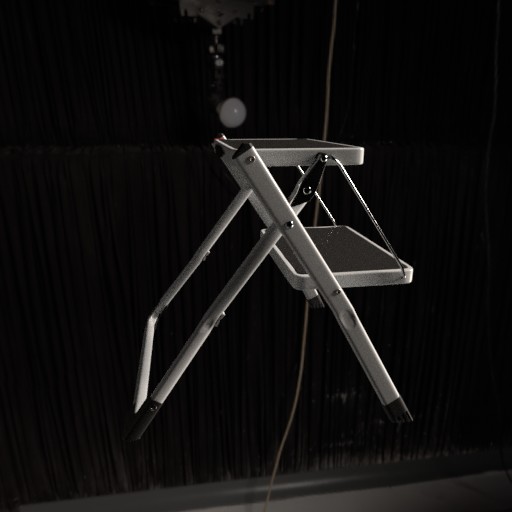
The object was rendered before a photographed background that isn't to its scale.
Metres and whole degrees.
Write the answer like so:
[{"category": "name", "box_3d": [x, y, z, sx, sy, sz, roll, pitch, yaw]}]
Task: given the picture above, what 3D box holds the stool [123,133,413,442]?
[{"category": "stool", "box_3d": [0.000, 0.000, 0.854, 0.490, 0.445, 0.485, -3, 17, -9]}]
